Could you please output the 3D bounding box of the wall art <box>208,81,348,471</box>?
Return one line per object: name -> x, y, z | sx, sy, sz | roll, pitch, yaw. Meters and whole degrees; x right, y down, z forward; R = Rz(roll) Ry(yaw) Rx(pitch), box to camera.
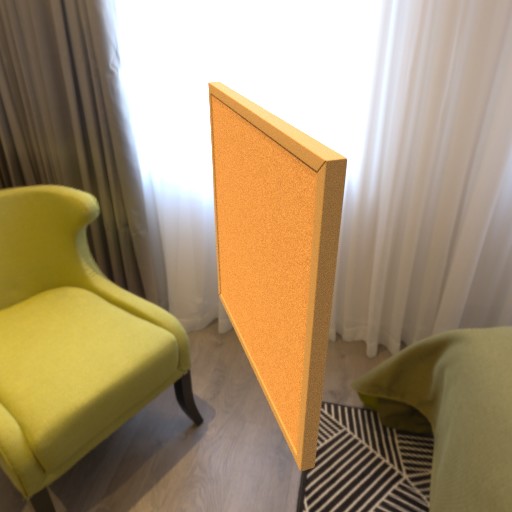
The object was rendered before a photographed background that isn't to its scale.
wall art -> 0.000, 0.000, 1.177 | 0.037, 0.761, 0.761 | -10, 32, -16
